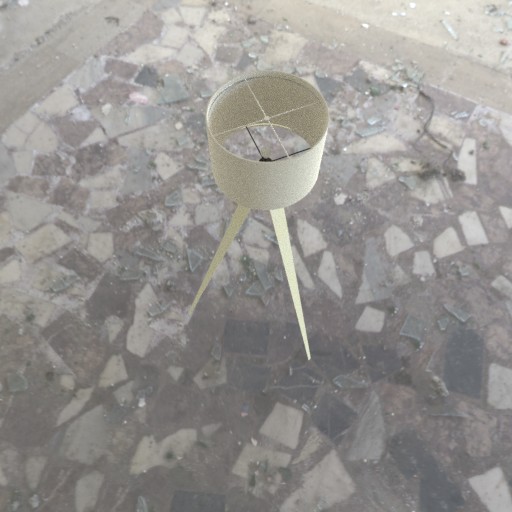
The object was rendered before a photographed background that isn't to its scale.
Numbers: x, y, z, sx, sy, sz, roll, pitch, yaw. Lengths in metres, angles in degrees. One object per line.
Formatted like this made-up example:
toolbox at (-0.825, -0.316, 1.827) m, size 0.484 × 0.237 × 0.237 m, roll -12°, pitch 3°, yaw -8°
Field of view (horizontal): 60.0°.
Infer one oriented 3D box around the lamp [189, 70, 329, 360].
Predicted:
lamp at (0.000, 0.000, 1.896) m, size 0.716 × 1.524 × 0.724 m, roll -21°, pitch 65°, yaw -10°
